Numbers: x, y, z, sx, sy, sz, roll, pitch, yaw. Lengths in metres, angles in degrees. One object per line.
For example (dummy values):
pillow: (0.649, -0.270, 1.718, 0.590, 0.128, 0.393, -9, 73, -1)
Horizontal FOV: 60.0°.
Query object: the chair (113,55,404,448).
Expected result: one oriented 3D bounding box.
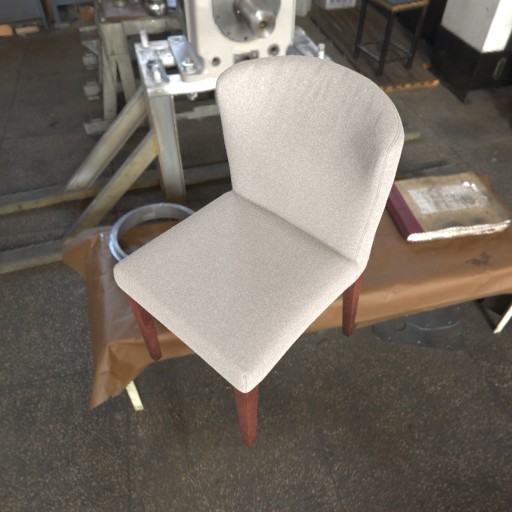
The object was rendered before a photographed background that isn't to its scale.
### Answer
chair: (0.000, 0.000, 1.174, 0.491, 0.839, 0.592, 33, 55, 27)
